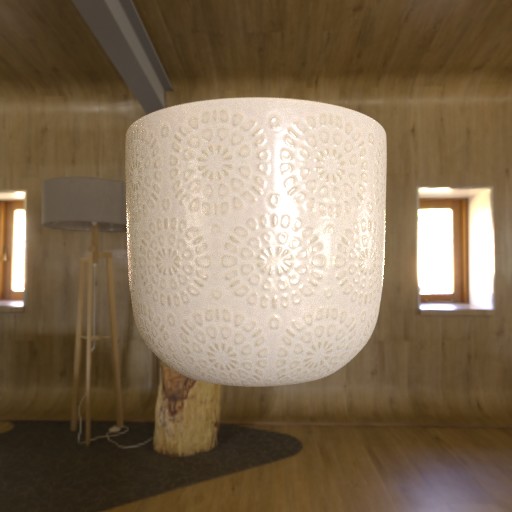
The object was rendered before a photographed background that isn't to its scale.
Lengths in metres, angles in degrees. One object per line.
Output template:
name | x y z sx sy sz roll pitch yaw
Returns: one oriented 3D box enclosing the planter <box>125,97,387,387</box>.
planter | 0.000 0.000 0.299 0.170 0.152 0.170 0 -2 0
